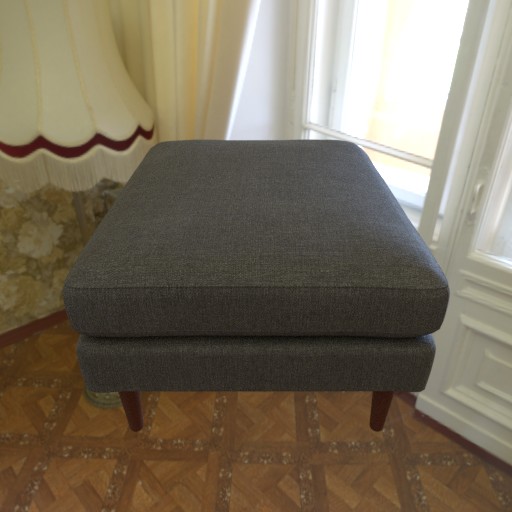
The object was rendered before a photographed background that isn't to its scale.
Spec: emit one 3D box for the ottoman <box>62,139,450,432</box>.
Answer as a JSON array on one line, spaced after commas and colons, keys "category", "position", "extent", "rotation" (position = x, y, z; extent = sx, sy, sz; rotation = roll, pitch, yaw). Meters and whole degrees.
[{"category": "ottoman", "position": [0.000, 0.000, 1.193], "extent": [0.693, 0.474, 0.821], "rotation": [0, 31, 0]}]
